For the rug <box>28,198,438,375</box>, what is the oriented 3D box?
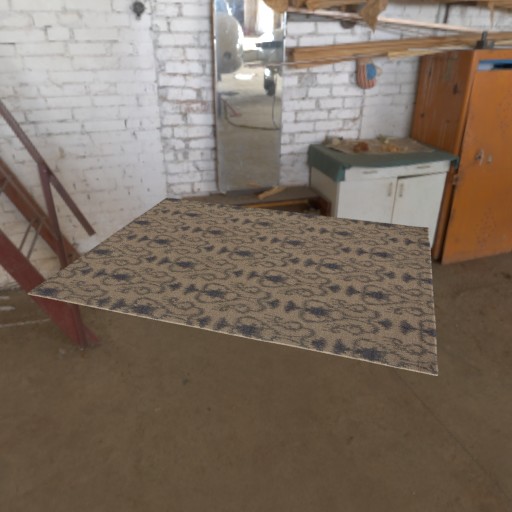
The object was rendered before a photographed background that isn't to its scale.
[{"bbox_3d":[0.000,0.000,4.261,3.205,0.015,2.437,8,28,16],"label":"rug"}]
